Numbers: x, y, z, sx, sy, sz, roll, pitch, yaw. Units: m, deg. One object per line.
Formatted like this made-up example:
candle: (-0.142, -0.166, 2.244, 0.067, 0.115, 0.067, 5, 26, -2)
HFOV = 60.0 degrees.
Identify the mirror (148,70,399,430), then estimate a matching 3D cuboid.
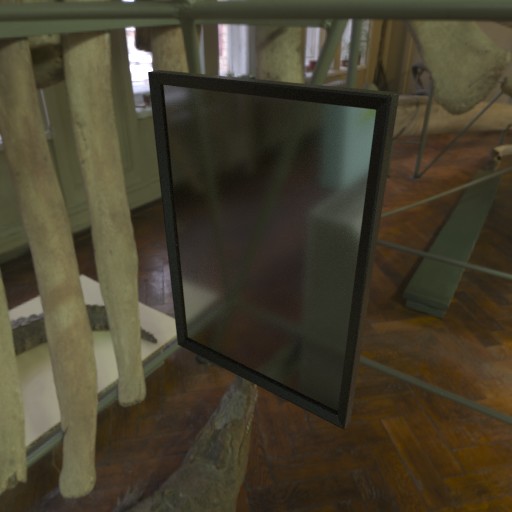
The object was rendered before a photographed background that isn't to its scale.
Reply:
mirror: (0.000, 0.000, 0.956, 0.507, 0.710, 0.039, 19, 34, 30)
